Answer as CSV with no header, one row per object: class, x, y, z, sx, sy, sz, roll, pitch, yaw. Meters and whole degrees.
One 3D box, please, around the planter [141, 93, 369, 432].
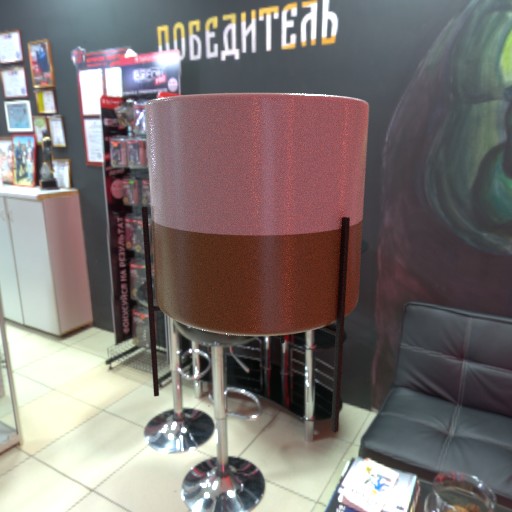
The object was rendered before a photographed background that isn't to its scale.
planter,0.000,0.000,0.660,0.310,0.432,0.310,-7,16,-26
